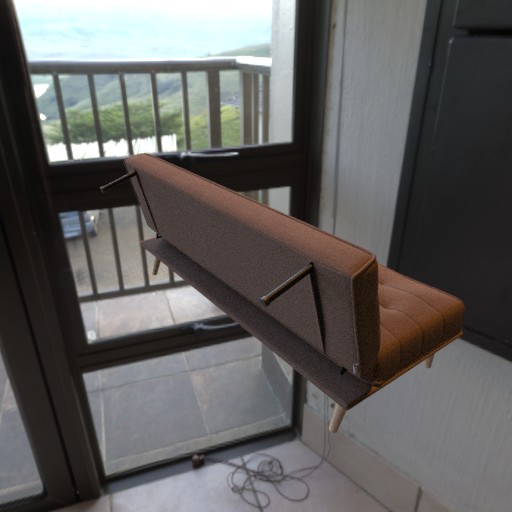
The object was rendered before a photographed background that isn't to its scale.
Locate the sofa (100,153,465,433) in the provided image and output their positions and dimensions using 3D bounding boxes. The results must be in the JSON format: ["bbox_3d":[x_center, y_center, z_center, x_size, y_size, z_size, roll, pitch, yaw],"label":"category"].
[{"bbox_3d":[0.000,0.000,2.322,1.038,0.810,1.820,-19,32,-33],"label":"sofa"}]
